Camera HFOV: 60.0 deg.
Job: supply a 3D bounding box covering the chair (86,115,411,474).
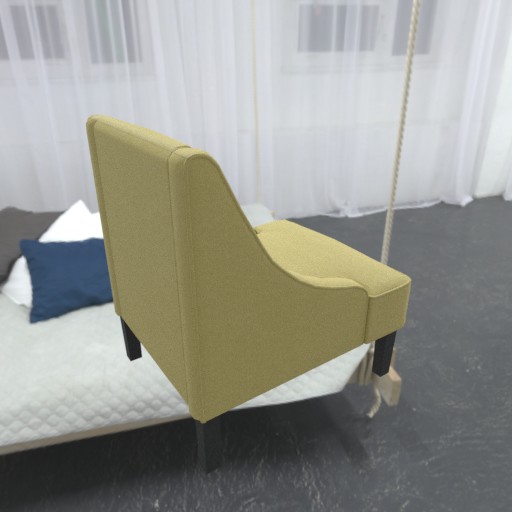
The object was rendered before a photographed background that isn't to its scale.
[{"bbox_3d":[0.000,0.000,1.485,0.814,0.896,0.696,-16,30,-31],"label":"chair"}]
